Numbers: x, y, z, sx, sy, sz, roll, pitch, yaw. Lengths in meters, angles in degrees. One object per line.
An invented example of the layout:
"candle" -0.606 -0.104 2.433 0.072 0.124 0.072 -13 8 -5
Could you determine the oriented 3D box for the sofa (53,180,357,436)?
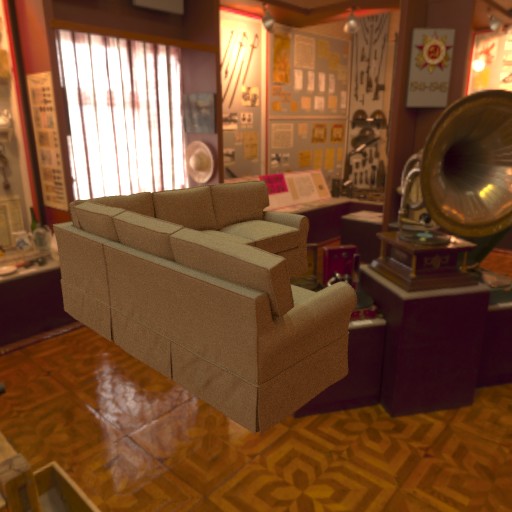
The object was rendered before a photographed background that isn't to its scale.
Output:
"sofa" 0.000 0.000 4.118 2.618 1.081 2.623 15 22 42
